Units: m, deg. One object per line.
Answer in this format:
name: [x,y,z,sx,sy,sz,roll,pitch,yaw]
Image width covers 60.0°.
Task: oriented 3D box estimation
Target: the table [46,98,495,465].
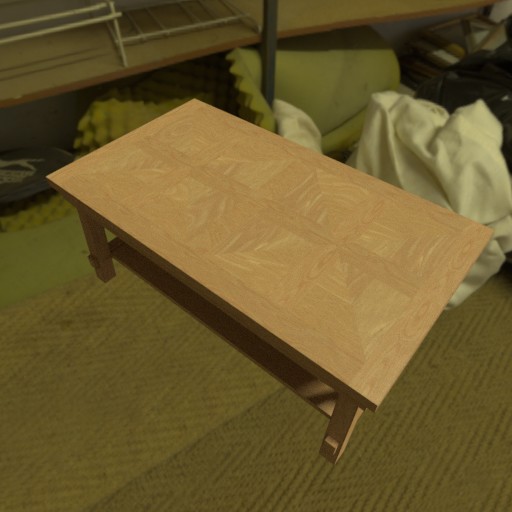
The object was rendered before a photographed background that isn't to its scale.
table: [0.000,0.000,1.601,1.270,0.507,0.711,31,54,26]
